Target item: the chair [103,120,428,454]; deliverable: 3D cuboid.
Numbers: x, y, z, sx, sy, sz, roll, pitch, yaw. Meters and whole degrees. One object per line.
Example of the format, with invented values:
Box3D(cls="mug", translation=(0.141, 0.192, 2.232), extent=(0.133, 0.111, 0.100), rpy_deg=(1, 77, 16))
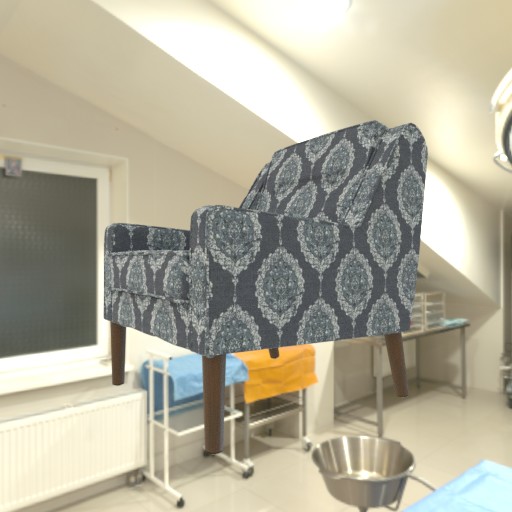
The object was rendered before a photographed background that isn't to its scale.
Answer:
Box3D(cls="chair", translation=(0.000, 0.000, 1.310), extent=(0.743, 0.792, 0.663), rpy_deg=(0, 0, -36))
